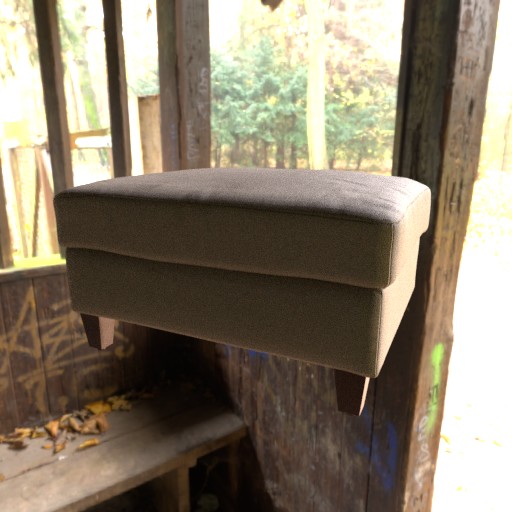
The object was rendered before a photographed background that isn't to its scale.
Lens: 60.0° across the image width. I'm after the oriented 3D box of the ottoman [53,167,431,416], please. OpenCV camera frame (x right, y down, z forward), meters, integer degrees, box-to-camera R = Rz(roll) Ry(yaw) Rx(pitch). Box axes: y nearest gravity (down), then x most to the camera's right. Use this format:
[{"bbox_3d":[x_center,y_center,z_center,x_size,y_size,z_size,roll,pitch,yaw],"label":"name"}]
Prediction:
[{"bbox_3d":[0.000,0.000,1.320,0.902,0.511,0.692,7,16,25],"label":"ottoman"}]
